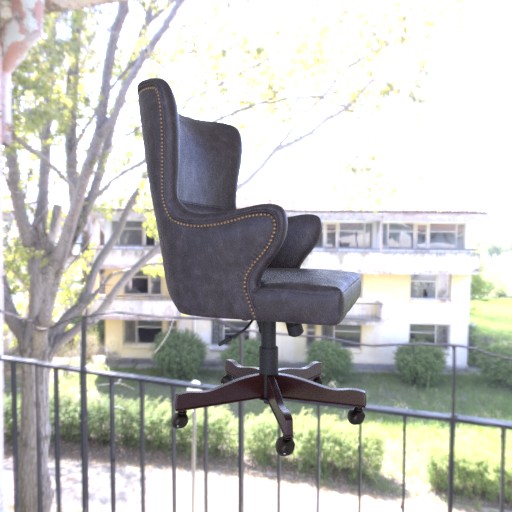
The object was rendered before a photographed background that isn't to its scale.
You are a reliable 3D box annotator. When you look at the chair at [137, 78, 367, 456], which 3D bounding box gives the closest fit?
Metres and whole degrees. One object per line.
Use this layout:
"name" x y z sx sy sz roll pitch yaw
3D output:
"chair" 0.000 0.000 1.462 0.717 1.037 0.594 1 2 18
